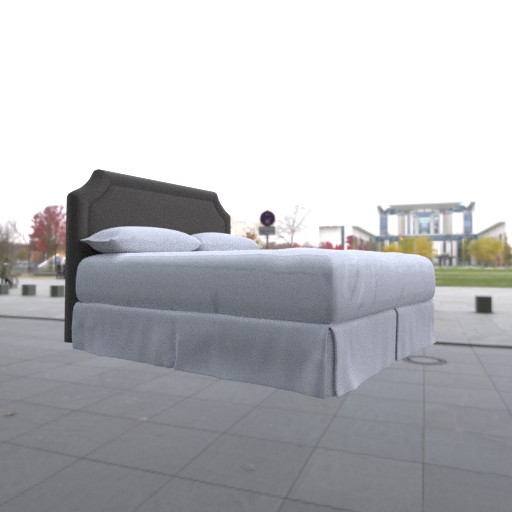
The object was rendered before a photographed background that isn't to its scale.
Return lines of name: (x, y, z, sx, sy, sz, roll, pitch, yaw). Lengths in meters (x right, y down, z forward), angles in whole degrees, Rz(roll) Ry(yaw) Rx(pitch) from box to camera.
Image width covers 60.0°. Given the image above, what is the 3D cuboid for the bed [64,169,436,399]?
bed: (0.000, 0.000, 3.885, 2.536, 1.561, 2.194, -1, -1, 36)
